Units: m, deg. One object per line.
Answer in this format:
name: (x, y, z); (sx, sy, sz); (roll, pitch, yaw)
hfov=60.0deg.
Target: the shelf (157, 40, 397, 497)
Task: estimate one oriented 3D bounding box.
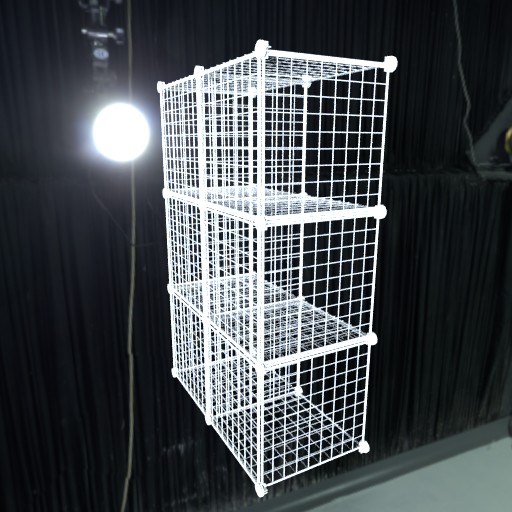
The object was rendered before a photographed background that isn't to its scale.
shelf: (0.000, 0.000, 1.371); (0.356, 1.067, 0.711); (-8, 16, -28)
